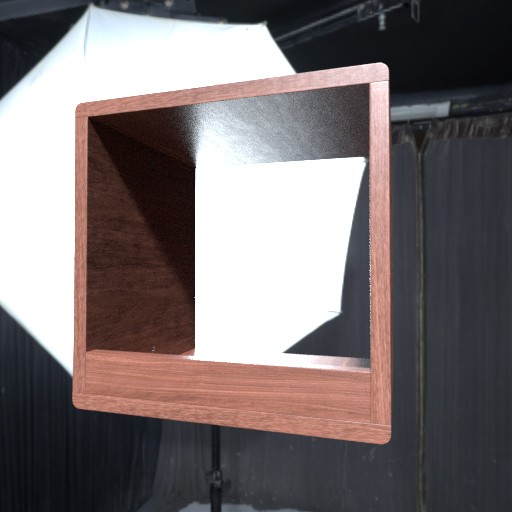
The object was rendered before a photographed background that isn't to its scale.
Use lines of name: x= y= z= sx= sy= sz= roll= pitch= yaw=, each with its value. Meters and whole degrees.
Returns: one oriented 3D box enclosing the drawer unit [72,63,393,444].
drawer unit: x=0.000 y=0.000 z=0.596 sx=0.349 sy=0.351 sz=0.290 roll=0 pitch=-1 yaw=18
